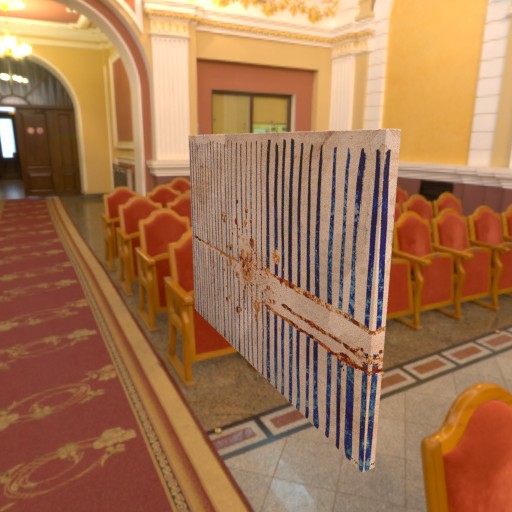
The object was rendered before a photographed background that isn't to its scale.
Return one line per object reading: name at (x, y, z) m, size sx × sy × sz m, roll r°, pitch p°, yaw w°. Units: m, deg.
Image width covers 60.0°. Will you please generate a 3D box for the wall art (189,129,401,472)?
wall art at (0.000, 0.000, 1.142) m, size 0.030 × 0.609 × 0.919 m, roll -7°, pitch 16°, yaw -26°
